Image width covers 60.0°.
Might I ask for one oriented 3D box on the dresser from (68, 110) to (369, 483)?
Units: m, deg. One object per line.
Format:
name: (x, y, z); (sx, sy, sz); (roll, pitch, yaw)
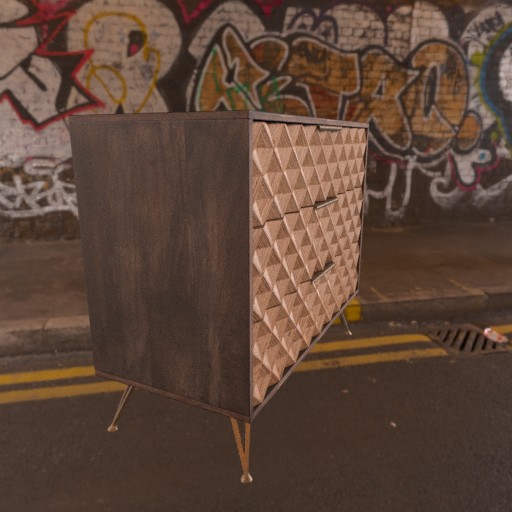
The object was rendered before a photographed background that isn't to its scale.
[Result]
dresser: (0.000, 0.000, 1.368); (0.453, 0.801, 0.923); (7, 17, 26)
